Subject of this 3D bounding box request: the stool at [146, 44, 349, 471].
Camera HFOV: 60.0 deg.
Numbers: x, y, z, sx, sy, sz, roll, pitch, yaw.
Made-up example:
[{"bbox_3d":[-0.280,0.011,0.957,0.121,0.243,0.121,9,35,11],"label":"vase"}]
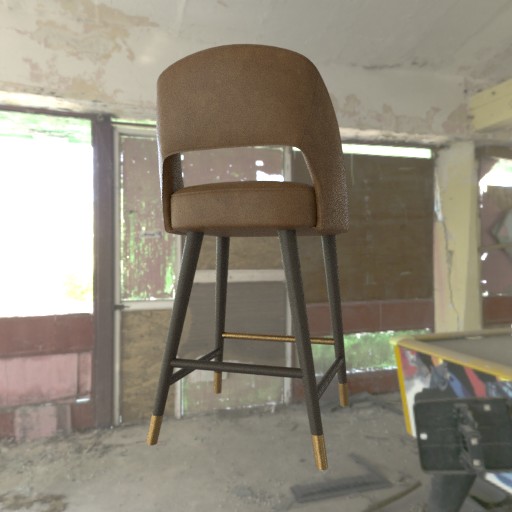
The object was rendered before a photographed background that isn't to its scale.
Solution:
[{"bbox_3d":[0.000,0.000,1.222,0.494,0.940,0.509,0,0,18],"label":"stool"}]
